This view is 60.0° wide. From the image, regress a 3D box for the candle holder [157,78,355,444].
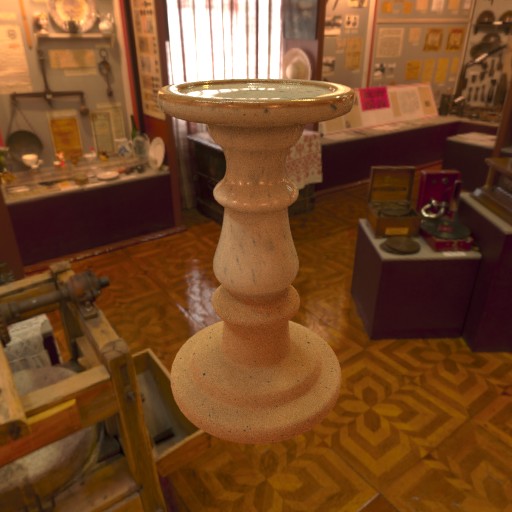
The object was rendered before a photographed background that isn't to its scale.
[{"bbox_3d":[0.000,0.000,0.281,0.123,0.202,0.123,0,27,0],"label":"candle holder"}]
